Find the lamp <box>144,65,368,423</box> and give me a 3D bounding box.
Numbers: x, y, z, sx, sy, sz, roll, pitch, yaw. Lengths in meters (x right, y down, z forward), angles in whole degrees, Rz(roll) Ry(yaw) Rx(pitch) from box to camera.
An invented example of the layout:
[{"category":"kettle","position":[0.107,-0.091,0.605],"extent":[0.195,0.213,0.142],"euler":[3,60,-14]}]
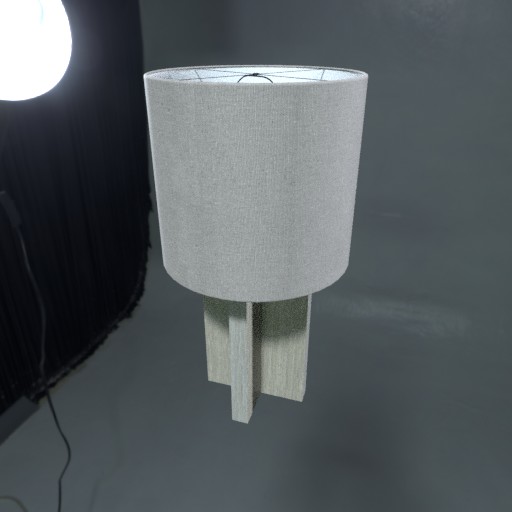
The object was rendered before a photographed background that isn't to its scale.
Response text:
[{"category":"lamp","position":[0.000,0.000,0.557],"extent":[0.229,0.428,0.229],"euler":[8,28,16]}]
